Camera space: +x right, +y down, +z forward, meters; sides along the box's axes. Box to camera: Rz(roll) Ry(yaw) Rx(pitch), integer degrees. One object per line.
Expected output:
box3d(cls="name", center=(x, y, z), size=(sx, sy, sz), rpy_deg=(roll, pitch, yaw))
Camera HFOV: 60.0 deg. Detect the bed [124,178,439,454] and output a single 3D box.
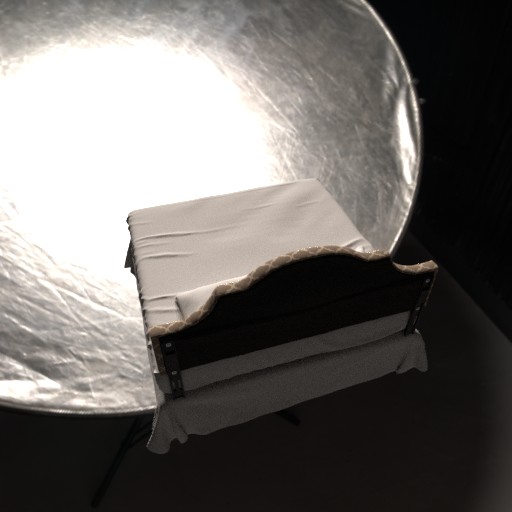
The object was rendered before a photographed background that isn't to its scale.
box3d(cls="bed", center=(0.000, 0.000, 3.771), size=(2.314, 1.601, 2.222), rpy_deg=(-12, 42, -13))
